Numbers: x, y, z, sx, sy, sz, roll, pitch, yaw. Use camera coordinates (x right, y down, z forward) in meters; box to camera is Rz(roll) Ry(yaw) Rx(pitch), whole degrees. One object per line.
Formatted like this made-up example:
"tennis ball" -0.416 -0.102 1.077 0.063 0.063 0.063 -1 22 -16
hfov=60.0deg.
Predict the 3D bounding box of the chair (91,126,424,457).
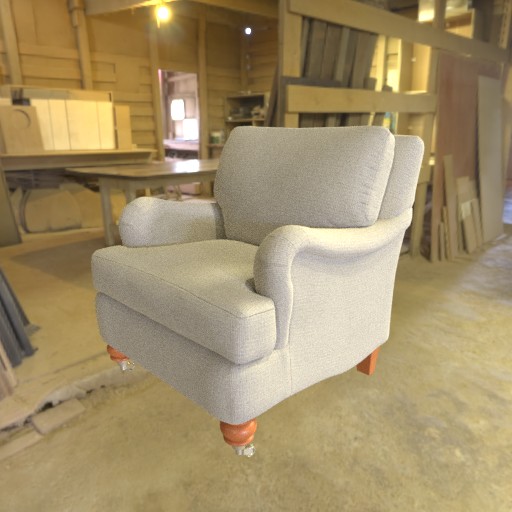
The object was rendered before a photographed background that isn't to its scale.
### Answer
"chair" 0.000 0.000 1.842 0.955 1.038 1.070 15 22 43
